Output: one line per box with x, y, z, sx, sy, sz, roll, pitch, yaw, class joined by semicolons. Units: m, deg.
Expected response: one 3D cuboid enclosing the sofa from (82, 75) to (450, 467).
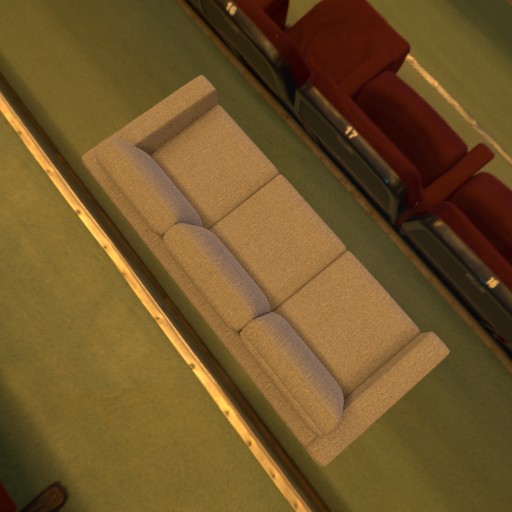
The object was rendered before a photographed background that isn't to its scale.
0.000;0.000;2.552;0.900;0.800;2.120;-38;79;-9;sofa
